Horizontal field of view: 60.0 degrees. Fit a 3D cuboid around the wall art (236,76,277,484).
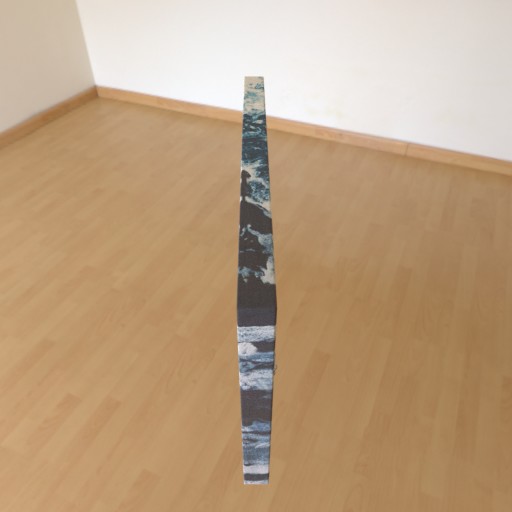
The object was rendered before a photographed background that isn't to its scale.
[{"bbox_3d":[0.000,0.000,0.778,0.043,0.407,0.609,0,42,0],"label":"wall art"}]
